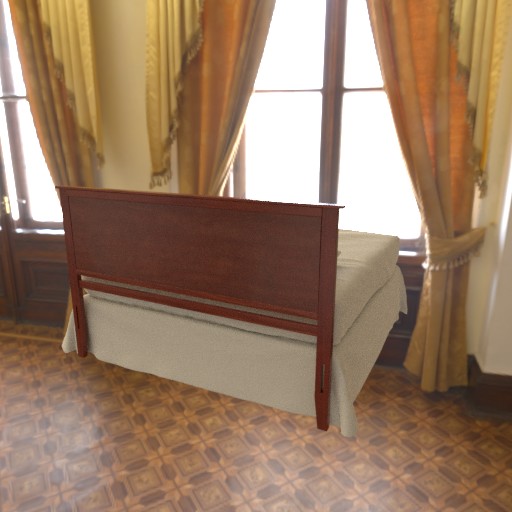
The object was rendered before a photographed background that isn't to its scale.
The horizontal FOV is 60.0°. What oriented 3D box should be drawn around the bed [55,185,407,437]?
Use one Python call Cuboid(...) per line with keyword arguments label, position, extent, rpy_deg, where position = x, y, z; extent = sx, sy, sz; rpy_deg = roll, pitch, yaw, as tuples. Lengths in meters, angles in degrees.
Cuboid(label="bed", position=(0.000, 0.000, 3.688), extent=(2.314, 1.271, 2.219), rpy_deg=(8, 17, 26))
